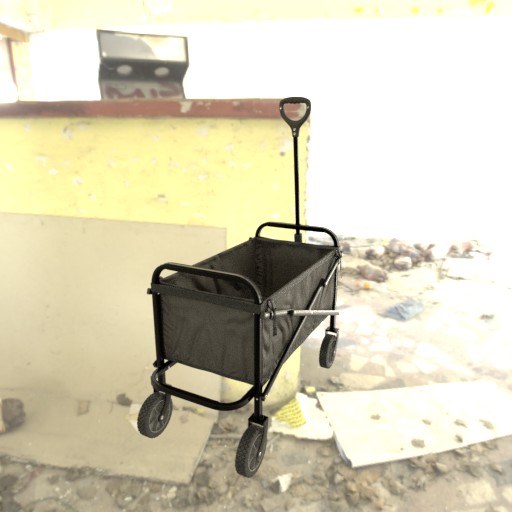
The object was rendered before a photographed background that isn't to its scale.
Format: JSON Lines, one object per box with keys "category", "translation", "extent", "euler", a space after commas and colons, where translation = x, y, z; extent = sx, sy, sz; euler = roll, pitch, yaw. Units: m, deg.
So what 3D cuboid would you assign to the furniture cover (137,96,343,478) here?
{"category": "furniture cover", "translation": [0.000, 0.000, 1.848], "extent": [0.532, 1.295, 1.038], "euler": [8, 18, 27]}
